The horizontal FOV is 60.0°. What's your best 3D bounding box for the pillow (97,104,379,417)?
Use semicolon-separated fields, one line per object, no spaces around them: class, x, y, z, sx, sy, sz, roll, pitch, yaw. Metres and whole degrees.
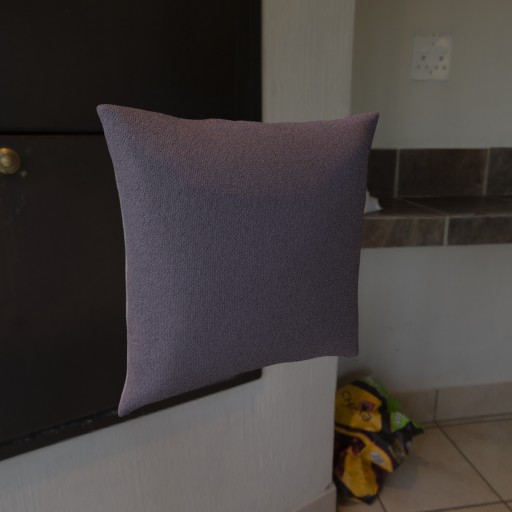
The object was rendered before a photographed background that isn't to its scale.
pillow;0.000;0.000;0.691;0.452;0.439;0.204;-8;17;-26
